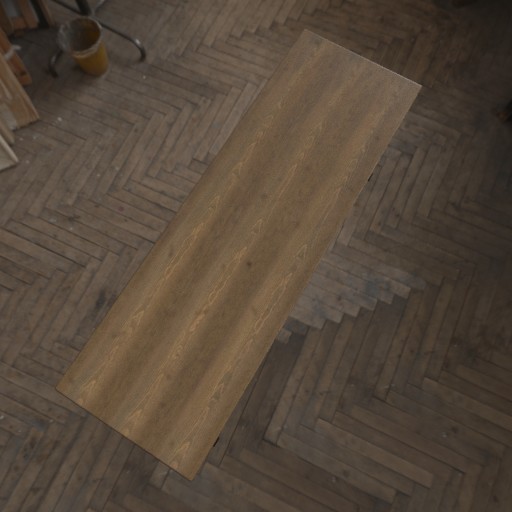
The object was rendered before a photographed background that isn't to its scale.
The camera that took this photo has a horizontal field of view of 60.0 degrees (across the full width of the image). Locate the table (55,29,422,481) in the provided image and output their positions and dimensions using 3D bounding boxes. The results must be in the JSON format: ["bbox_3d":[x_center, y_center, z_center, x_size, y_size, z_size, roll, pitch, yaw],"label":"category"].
[{"bbox_3d":[0.000,0.000,2.063,0.551,0.902,1.700,30,77,8],"label":"table"}]
